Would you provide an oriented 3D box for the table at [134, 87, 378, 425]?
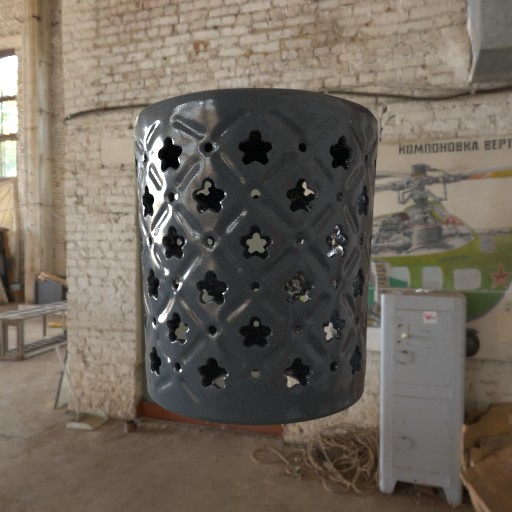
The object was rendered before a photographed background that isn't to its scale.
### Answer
[{"bbox_3d":[0.000,0.000,0.661,0.352,0.387,0.352,0,2,0],"label":"table"}]
